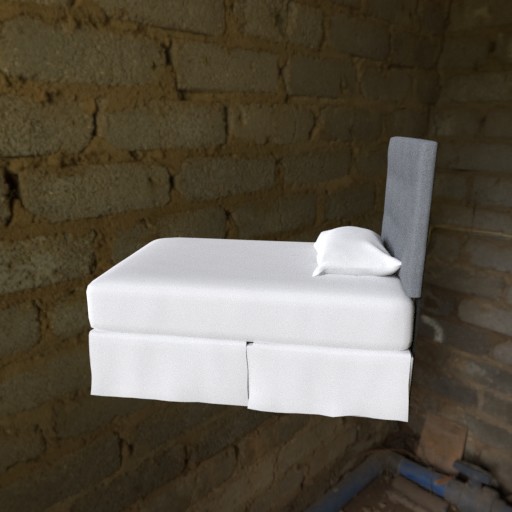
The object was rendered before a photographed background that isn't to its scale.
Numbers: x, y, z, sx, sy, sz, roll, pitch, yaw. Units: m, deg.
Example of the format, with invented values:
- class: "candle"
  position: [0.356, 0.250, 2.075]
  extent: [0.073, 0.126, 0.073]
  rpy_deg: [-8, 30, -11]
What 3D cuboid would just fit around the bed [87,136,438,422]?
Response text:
- class: "bed"
  position: [0.000, 0.000, 3.039]
  extent: [1.997, 1.571, 1.261]
  rpy_deg: [2, 16, 8]
